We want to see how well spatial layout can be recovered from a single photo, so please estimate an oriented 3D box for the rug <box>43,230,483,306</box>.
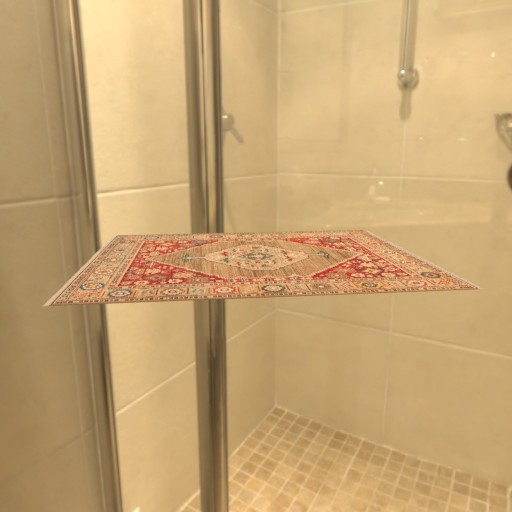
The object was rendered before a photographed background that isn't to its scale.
[{"bbox_3d":[0.000,0.000,4.293,3.143,0.008,2.451,-2,14,-7],"label":"rug"}]
